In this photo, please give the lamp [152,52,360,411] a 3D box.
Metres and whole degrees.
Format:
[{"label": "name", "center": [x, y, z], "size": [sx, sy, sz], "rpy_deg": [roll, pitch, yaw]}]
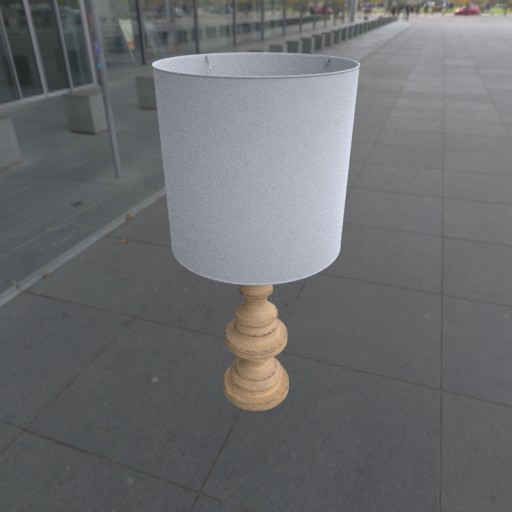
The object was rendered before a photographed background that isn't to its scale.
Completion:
[{"label": "lamp", "center": [0.000, 0.000, 0.565], "size": [0.208, 0.455, 0.208], "rpy_deg": [19, 35, 30]}]
